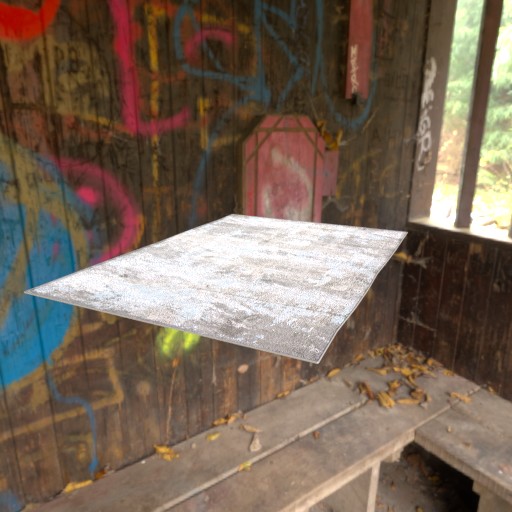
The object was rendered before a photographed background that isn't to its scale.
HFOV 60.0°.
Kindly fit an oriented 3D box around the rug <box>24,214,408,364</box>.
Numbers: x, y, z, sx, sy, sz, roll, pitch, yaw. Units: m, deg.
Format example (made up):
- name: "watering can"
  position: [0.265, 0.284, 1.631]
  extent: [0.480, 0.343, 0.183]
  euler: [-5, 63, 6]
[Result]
- name: "rug"
  position: [0.000, 0.000, 4.350]
  extent: [2.393, 0.013, 3.307]
  euler: [8, 19, 25]
